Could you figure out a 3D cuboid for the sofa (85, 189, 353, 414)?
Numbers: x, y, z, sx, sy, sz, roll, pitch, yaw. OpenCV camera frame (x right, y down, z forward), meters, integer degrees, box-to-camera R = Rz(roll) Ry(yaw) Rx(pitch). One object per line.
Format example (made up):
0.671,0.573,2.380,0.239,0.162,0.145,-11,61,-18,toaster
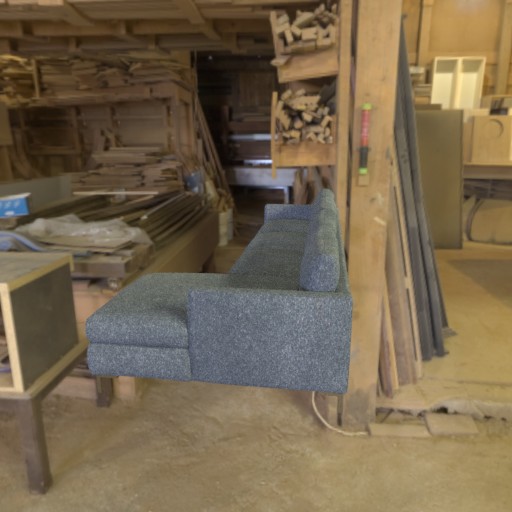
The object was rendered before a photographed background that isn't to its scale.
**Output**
0.000,0.000,3.532,1.350,0.810,2.932,2,15,9,sofa
